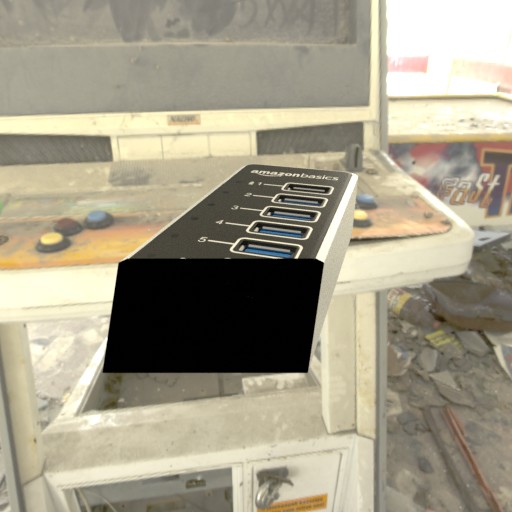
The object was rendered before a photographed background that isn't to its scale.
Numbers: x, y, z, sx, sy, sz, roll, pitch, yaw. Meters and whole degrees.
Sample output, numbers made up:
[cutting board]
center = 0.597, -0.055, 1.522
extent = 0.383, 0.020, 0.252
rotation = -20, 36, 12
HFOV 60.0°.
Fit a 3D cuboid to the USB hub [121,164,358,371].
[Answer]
[USB hub]
center = 0.000, 0.000, 0.126
extent = 0.044, 0.023, 0.110
rotation = 8, 28, 16
